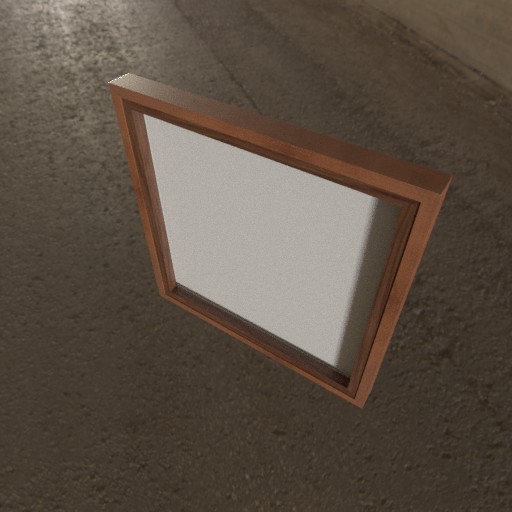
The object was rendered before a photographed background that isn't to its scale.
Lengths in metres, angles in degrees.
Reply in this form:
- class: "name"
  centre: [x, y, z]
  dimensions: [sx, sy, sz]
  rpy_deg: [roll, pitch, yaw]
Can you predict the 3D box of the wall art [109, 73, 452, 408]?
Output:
- class: "wall art"
  centre: [0.000, 0.000, 0.612]
  dimensions: [0.403, 0.403, 0.035]
  rpy_deg: [25, 50, 23]
